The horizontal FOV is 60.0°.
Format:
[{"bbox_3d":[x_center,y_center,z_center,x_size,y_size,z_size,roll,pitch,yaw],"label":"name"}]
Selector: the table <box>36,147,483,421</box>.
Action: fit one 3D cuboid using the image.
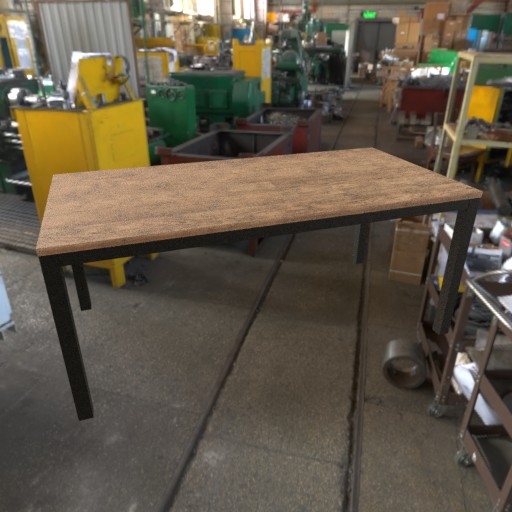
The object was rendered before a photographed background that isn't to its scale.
[{"bbox_3d":[0.000,0.000,2.239,1.805,0.767,0.893,-9,28,-17],"label":"table"}]
